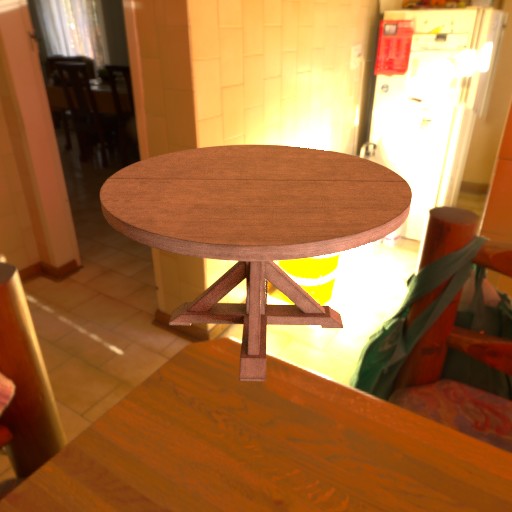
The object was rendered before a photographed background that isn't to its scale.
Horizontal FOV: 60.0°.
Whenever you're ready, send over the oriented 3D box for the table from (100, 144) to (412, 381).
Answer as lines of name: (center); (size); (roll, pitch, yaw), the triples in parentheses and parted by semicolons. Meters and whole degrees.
table: (0.000, 0.000, 2.200); (1.363, 0.781, 1.363); (0, 27, 0)
